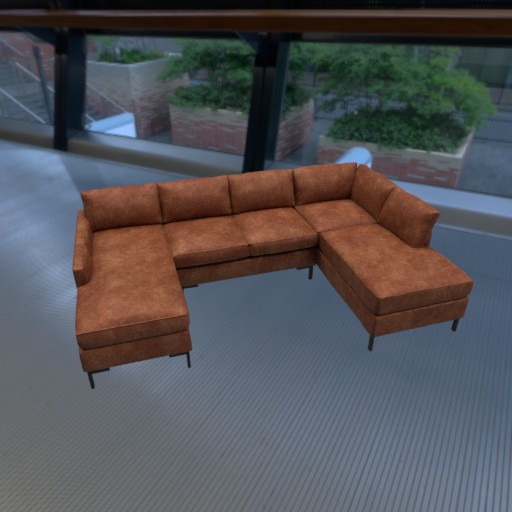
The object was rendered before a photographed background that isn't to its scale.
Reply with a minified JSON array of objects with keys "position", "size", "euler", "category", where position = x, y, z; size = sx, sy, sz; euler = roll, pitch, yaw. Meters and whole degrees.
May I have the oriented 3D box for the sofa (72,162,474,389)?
[{"position":[0.000,0.000,3.853],"size":[2.956,0.900,1.939],"euler":[-9,32,-14],"category":"sofa"}]
